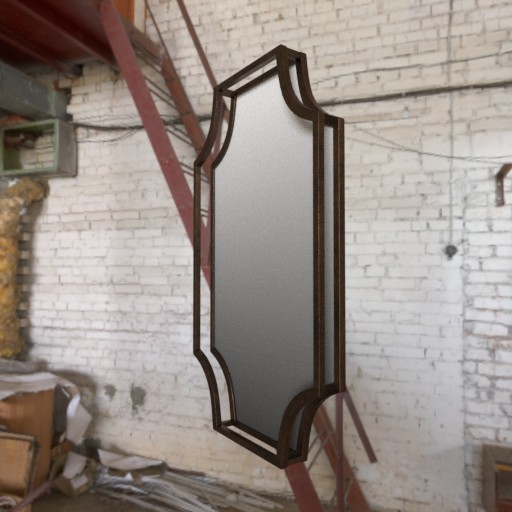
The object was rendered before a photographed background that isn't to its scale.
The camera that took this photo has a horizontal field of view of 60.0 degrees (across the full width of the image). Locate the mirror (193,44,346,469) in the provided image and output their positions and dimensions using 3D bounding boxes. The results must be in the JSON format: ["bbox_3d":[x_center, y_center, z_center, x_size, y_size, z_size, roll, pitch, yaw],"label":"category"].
[{"bbox_3d":[0.000,0.000,0.967,0.066,0.811,0.462,1,-2,-36],"label":"mirror"}]
